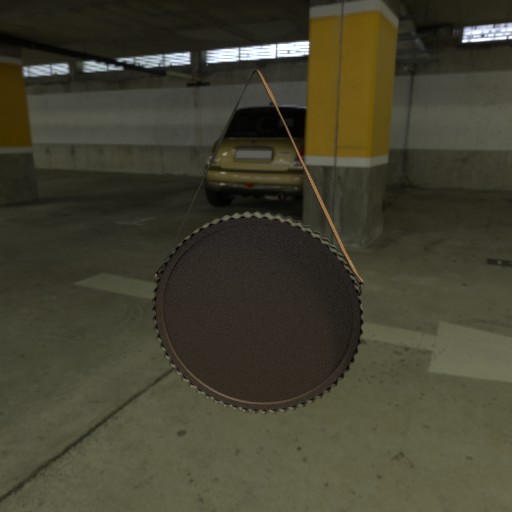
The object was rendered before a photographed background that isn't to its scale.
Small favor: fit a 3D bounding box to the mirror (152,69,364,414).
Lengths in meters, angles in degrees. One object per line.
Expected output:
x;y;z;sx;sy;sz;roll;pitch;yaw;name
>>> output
0.000;0.000;0.727;0.355;0.568;0.042;2;16;8;mirror
